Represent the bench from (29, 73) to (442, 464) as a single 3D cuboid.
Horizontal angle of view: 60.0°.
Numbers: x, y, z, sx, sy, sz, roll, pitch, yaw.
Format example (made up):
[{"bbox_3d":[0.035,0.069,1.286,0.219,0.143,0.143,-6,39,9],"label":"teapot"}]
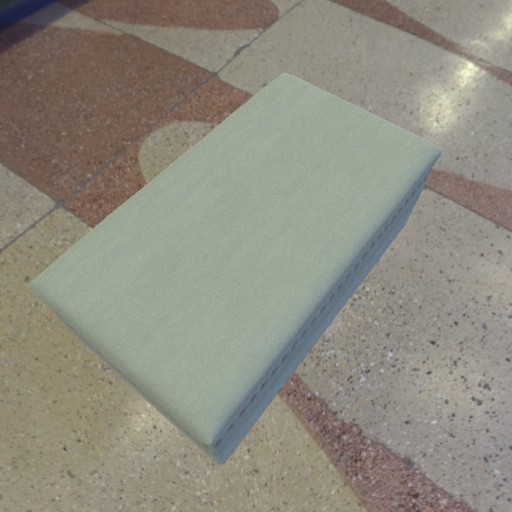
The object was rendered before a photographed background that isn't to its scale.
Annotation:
[{"bbox_3d":[0.000,0.000,1.173,0.500,0.449,0.887,34,64,19],"label":"bench"}]
